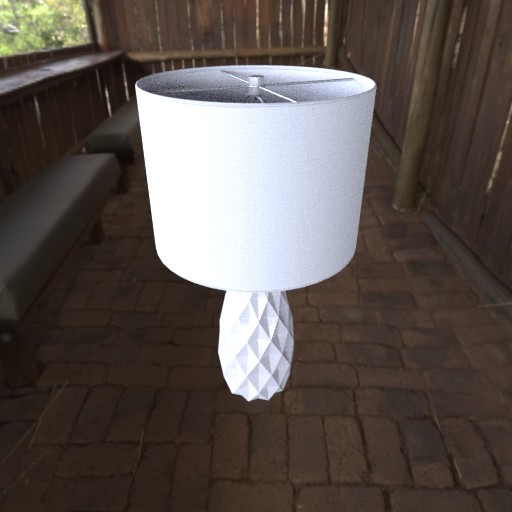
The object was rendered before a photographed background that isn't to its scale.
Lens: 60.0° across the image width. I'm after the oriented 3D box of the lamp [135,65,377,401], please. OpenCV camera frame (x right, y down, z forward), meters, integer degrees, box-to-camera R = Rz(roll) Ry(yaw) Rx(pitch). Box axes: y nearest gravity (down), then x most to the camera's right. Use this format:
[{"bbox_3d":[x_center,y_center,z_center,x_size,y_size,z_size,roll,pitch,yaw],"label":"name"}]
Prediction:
[{"bbox_3d":[0.000,0.000,0.688,0.297,0.522,0.297,0,30,0],"label":"lamp"}]
